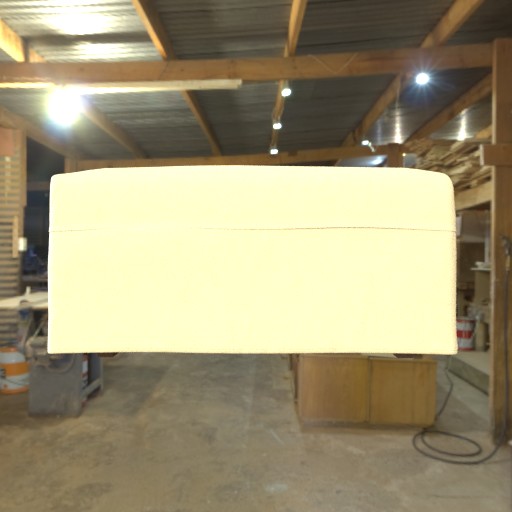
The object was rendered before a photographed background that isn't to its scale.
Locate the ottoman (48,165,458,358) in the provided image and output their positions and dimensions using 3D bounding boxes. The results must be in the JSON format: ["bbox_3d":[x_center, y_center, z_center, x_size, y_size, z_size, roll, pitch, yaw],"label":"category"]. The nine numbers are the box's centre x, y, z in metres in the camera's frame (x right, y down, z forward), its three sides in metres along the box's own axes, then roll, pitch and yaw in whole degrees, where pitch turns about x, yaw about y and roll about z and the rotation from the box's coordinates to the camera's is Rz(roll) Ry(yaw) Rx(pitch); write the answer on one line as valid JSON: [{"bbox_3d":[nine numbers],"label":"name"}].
[{"bbox_3d":[0.000,0.000,1.195,0.872,0.444,0.590,0,0,1],"label":"ottoman"}]
